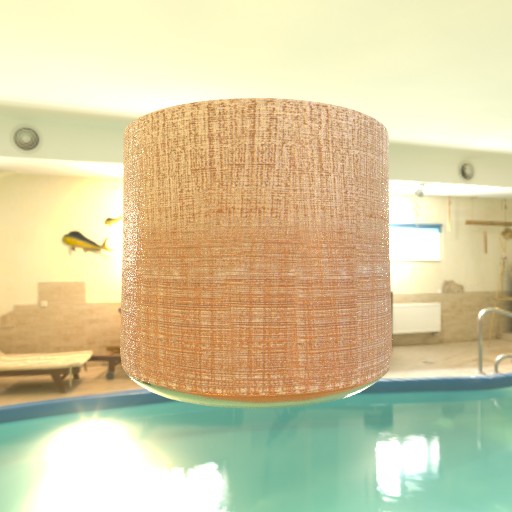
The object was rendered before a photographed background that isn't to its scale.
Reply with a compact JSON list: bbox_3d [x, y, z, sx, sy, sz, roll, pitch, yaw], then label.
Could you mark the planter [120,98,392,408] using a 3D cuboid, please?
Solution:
[{"bbox_3d":[0.000,0.000,0.186,0.109,0.096,0.109,0,0,0],"label":"planter"}]
